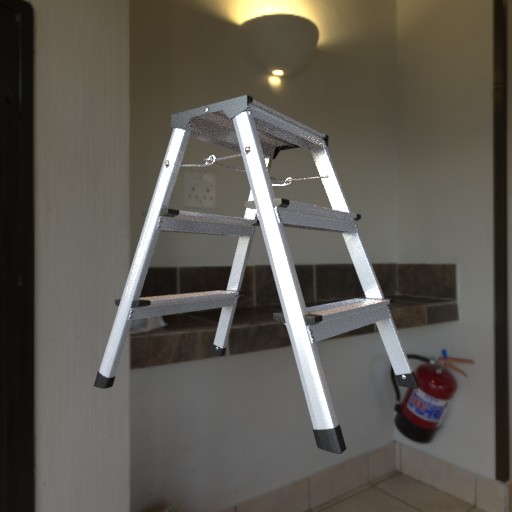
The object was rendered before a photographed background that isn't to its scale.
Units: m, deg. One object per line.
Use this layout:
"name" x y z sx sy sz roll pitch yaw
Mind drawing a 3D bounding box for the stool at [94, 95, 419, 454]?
"stool" 0.000 0.000 1.029 0.622 0.605 0.437 0 0 35
